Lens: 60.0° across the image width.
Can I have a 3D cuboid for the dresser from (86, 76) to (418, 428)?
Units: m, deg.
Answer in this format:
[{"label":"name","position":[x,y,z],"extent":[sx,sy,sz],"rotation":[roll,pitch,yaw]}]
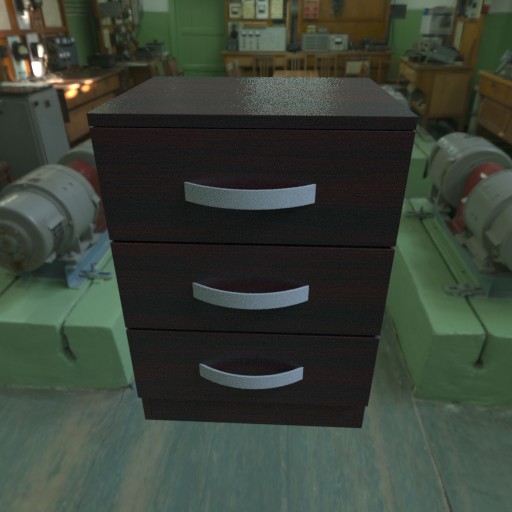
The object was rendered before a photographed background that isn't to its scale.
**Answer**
[{"label":"dresser","position":[0.000,0.000,0.803],"extent":[0.400,0.560,0.360],"rotation":[1,29,2]}]
